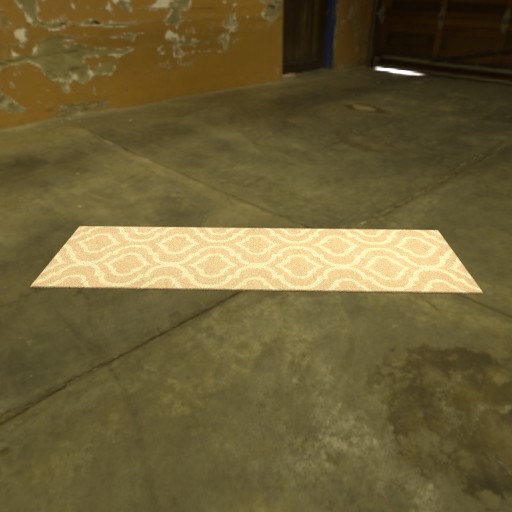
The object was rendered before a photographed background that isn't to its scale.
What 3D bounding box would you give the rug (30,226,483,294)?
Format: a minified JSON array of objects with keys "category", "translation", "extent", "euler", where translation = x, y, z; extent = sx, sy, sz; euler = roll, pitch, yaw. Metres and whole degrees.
[{"category":"rug","translation":[0.000,0.000,2.535],"extent":[2.289,0.013,0.691],"euler":[1,30,1]}]
